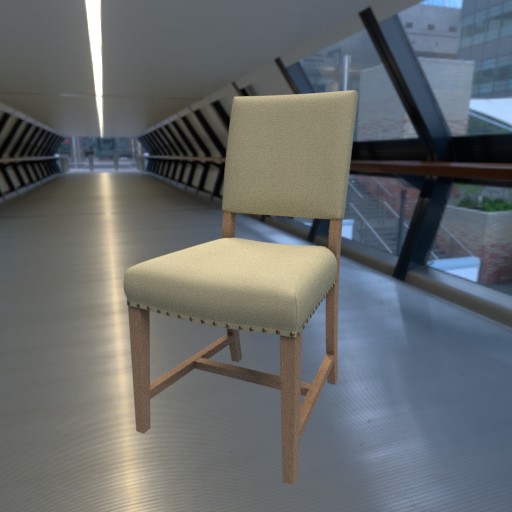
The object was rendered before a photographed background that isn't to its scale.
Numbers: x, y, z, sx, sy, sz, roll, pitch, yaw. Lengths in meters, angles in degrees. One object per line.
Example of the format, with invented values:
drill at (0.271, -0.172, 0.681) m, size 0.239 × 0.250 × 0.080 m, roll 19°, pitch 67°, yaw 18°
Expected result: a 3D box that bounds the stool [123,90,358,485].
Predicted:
stool at (0.000, 0.000, 1.349) m, size 0.508 × 0.986 × 0.623 m, roll 7°, pitch 15°, yaw 25°
